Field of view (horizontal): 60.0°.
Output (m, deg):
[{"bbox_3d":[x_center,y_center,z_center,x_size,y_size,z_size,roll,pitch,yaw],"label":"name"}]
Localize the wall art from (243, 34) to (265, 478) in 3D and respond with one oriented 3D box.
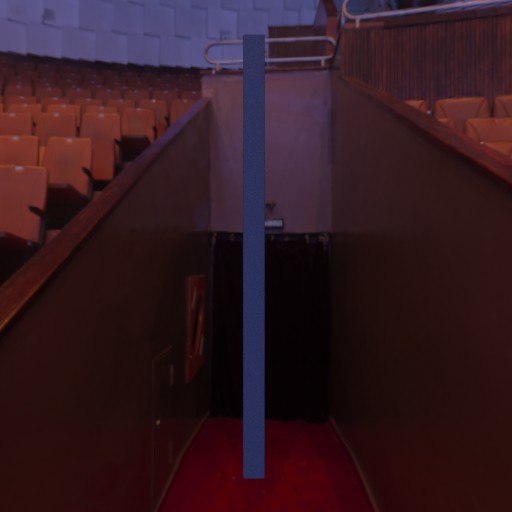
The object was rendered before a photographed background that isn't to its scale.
[{"bbox_3d":[0.000,0.000,1.141,0.037,0.763,0.763,0,0,1],"label":"wall art"}]
